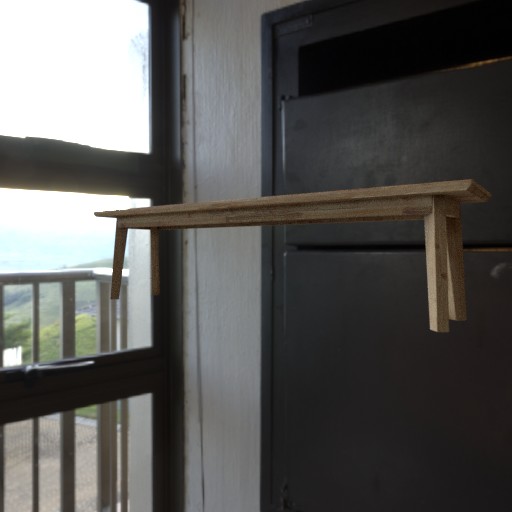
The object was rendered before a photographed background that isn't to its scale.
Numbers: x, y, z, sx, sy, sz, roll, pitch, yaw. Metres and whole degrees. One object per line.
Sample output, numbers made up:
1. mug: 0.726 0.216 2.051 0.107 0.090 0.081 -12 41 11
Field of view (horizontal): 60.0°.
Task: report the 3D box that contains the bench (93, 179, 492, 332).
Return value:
1. bench: 0.000 0.000 1.847 1.698 0.431 0.378 0 1 35
